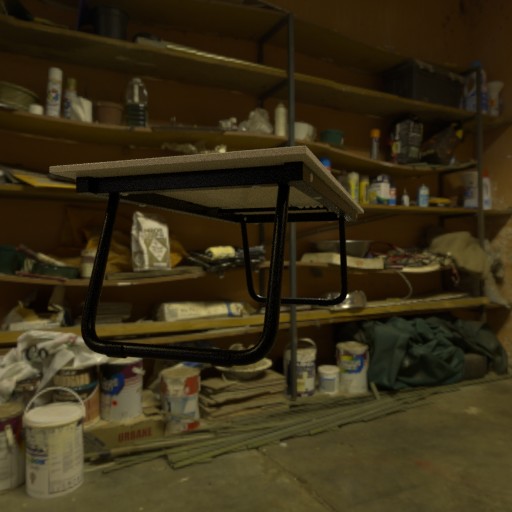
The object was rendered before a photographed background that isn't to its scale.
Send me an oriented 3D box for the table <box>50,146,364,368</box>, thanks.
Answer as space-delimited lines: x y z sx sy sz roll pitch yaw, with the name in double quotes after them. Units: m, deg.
0.000 0.000 0.798 0.322 0.242 0.644 0 0 19 "table"
